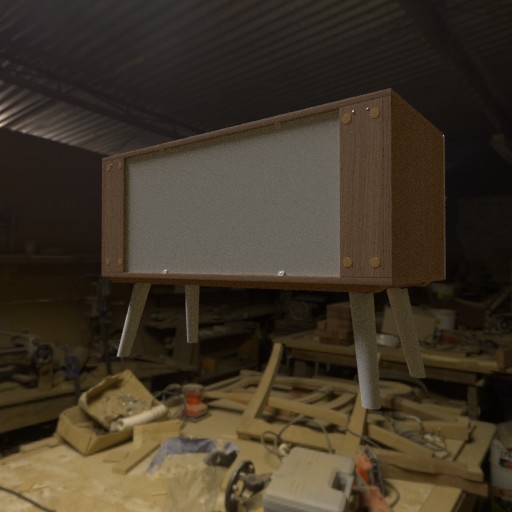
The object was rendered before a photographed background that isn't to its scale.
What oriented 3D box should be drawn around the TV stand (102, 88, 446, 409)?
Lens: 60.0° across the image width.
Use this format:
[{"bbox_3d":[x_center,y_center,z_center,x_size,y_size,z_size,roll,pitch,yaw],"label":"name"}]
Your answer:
[{"bbox_3d":[0.000,0.000,1.347,0.991,0.660,0.407,-1,-1,37],"label":"TV stand"}]
